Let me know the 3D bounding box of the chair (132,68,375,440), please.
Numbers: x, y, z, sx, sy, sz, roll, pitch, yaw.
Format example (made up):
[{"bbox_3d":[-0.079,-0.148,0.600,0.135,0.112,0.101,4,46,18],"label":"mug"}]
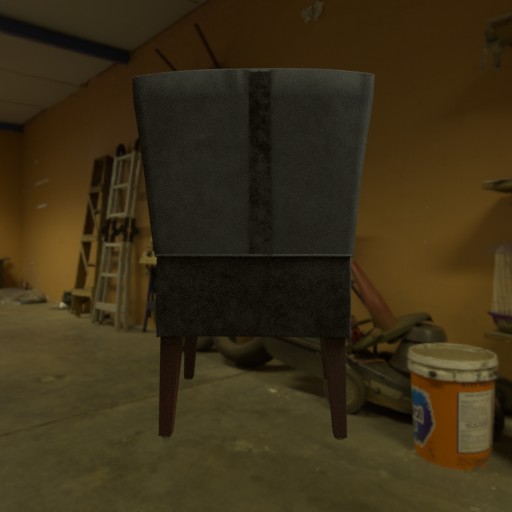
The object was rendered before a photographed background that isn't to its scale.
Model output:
[{"bbox_3d":[0.000,0.000,1.202,0.521,0.806,0.554,0,1,2],"label":"chair"}]
